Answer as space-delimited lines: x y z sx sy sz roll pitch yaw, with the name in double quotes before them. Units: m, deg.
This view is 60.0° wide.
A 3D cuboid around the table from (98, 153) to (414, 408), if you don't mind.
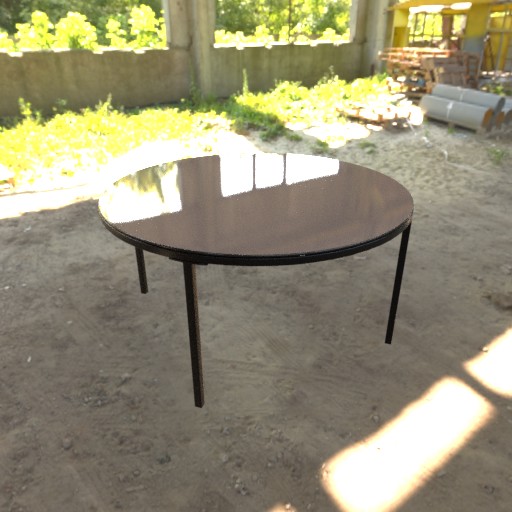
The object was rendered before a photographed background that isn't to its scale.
"table" 0.000 0.000 1.264 0.800 0.400 0.800 0 26 0
